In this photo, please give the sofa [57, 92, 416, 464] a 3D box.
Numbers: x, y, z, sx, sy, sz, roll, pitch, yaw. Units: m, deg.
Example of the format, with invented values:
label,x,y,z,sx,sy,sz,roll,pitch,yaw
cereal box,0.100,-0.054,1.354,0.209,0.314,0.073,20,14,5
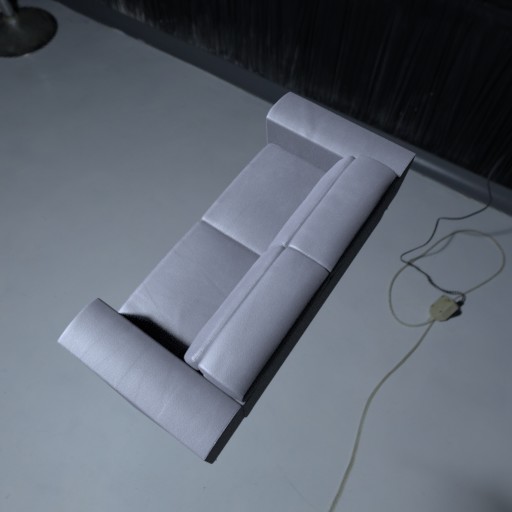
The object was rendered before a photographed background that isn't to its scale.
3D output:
label,x,y,z,sx,sy,sz,roll,pitch,yaw
sofa,0.000,0.000,2.903,1.048,0.814,2.330,32,67,15
